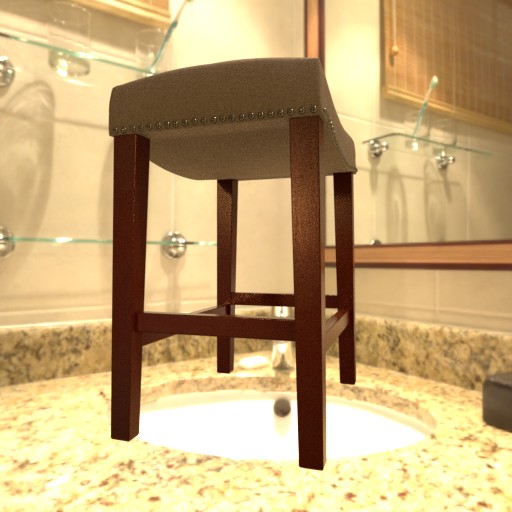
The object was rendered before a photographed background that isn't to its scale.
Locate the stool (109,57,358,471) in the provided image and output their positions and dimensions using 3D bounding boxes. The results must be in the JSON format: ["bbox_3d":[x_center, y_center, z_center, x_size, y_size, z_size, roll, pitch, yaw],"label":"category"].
[{"bbox_3d":[0.000,0.000,0.934,0.375,0.632,0.509,0,0,18],"label":"stool"}]
